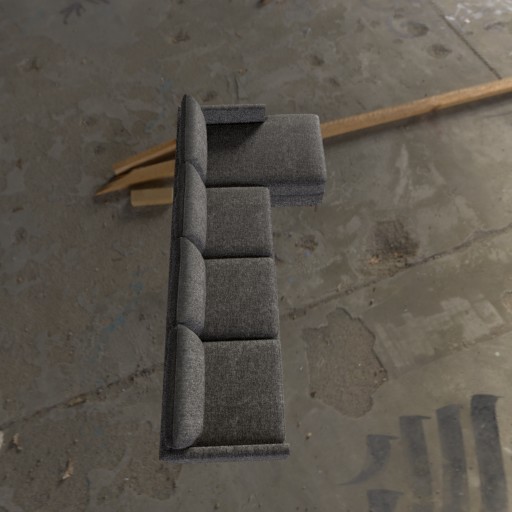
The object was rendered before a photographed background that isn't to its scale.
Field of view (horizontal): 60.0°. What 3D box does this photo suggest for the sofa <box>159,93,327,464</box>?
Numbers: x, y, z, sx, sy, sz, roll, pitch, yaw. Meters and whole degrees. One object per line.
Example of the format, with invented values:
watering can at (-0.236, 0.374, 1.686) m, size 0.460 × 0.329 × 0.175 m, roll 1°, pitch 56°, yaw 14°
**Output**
sofa at (0.000, 0.000, 4.067) m, size 1.488 × 0.970 × 3.384 m, roll -2°, pitch 63°, yaw -1°
